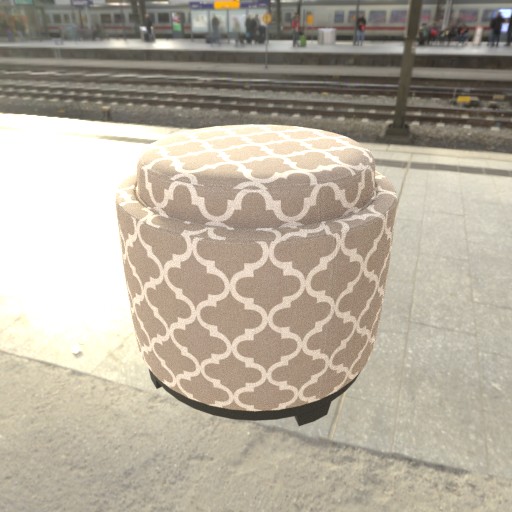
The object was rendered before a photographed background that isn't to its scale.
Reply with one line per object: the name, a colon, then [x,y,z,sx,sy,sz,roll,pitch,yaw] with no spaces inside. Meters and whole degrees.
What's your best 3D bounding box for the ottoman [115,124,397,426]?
ottoman: [0.000,0.000,0.835,0.480,0.429,0.480,0,28,0]
